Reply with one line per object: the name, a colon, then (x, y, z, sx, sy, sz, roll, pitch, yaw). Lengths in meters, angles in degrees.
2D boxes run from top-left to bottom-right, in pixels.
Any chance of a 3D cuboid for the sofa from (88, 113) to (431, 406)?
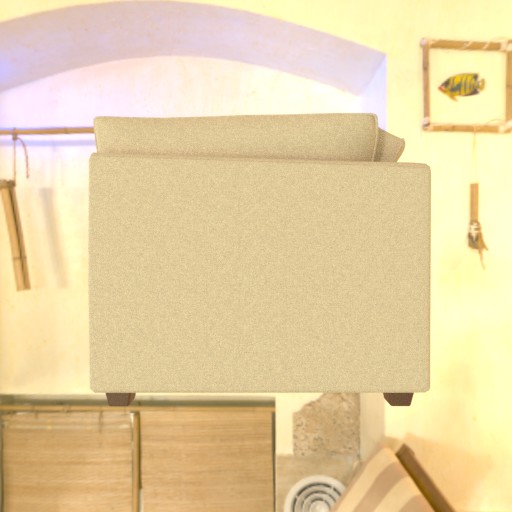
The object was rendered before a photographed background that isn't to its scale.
sofa: (0.000, 0.000, 1.838, 1.042, 0.937, 1.050, 0, 1, 0)
